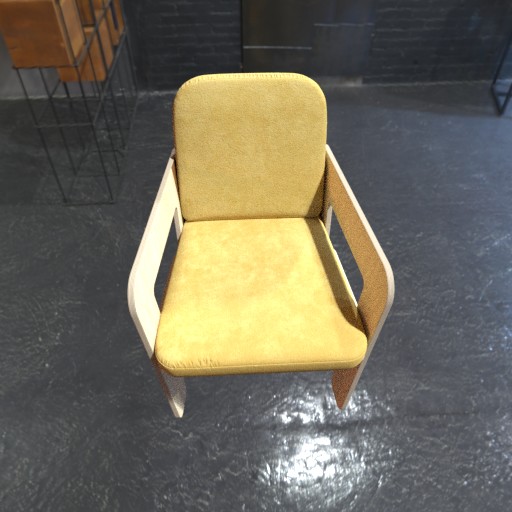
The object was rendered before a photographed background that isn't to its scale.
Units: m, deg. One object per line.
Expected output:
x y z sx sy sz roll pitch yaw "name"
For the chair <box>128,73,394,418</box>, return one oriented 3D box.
0.000 0.000 1.286 0.590 0.800 0.710 -2 44 -2 "chair"
